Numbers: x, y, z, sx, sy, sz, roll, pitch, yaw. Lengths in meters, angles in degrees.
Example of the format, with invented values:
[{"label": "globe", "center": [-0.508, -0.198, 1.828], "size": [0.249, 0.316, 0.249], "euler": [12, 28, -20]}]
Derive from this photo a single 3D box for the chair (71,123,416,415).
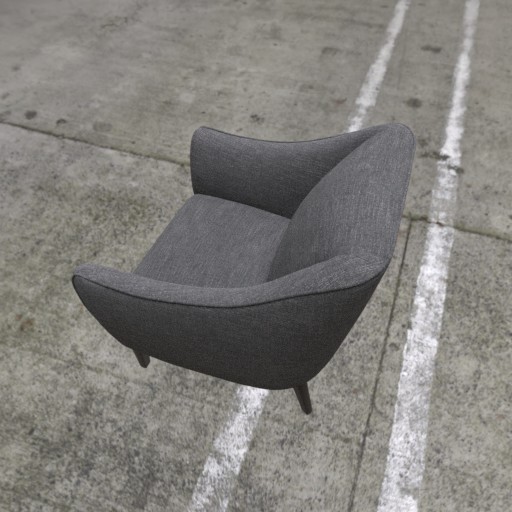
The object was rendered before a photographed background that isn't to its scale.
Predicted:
[{"label": "chair", "center": [0.000, 0.000, 1.556], "size": [0.851, 0.829, 0.870], "euler": [15, 48, 14]}]
